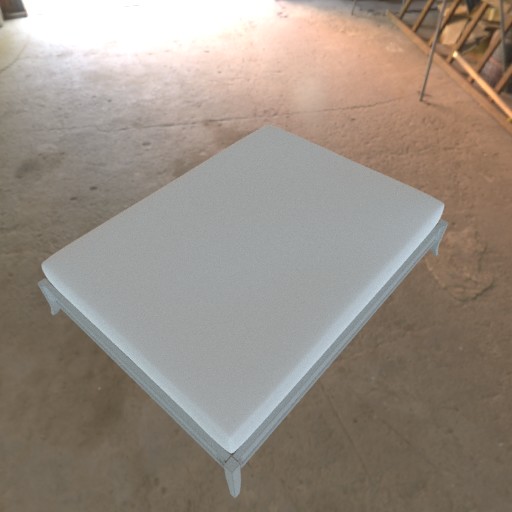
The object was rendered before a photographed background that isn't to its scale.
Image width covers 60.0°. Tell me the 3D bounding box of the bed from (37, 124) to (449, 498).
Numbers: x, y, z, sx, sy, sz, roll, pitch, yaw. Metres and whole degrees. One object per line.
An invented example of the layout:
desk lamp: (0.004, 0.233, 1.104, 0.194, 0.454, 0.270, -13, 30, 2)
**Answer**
bed: (0.000, 0.000, 2.796, 1.604, 0.510, 2.108, 33, 55, 27)
